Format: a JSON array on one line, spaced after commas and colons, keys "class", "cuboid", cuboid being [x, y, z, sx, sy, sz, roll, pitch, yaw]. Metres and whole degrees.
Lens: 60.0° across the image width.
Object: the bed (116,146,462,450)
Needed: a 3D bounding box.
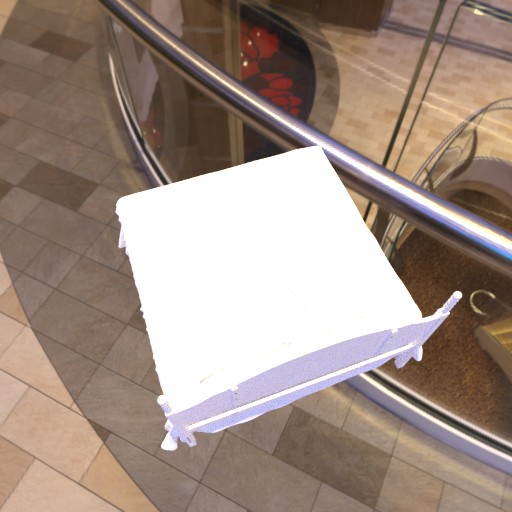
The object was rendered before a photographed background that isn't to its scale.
[{"class": "bed", "cuboid": [0.000, 0.000, 3.645, 2.322, 1.355, 2.219, -17, 60, -10]}]
